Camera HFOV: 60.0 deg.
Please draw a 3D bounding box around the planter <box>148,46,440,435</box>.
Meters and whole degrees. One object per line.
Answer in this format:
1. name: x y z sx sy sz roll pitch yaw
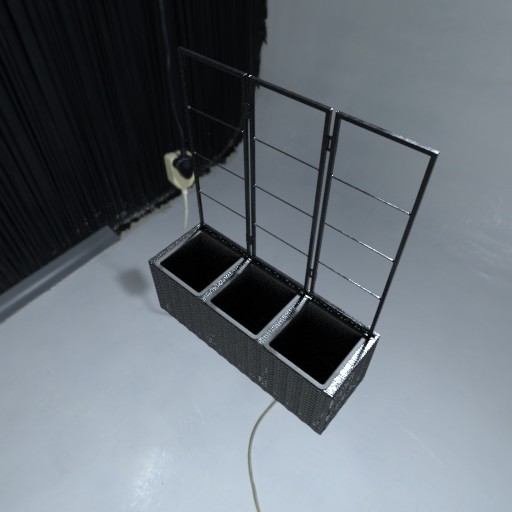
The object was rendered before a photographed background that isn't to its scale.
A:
1. planter: 0.000 0.000 1.177 0.698 0.841 0.244 33 56 26
